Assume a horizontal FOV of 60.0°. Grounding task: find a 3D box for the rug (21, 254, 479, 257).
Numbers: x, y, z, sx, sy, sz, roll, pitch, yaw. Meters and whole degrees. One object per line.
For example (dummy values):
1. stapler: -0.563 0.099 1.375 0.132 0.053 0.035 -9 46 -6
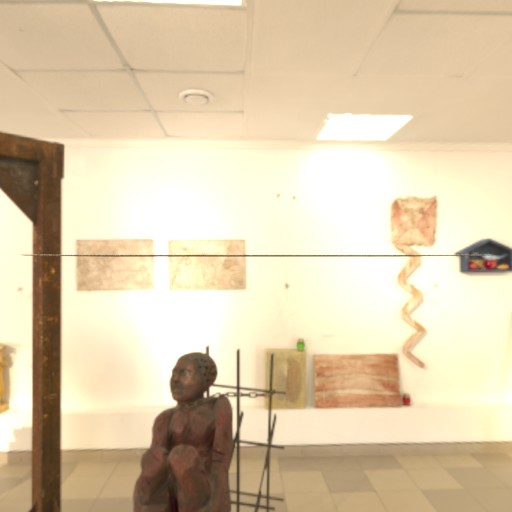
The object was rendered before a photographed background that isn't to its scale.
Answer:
1. rug: 0.000 0.000 3.044 2.439 0.005 1.524 0 0 -3
